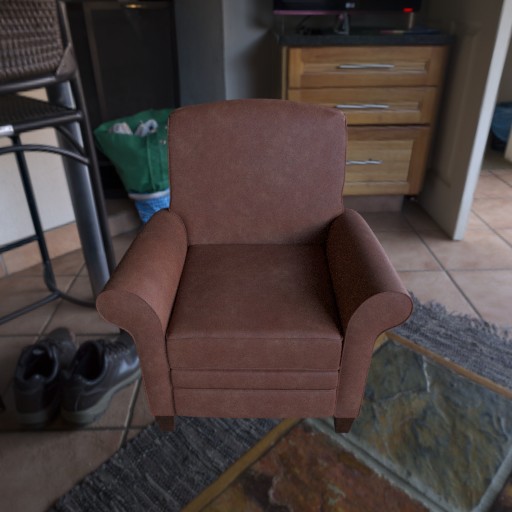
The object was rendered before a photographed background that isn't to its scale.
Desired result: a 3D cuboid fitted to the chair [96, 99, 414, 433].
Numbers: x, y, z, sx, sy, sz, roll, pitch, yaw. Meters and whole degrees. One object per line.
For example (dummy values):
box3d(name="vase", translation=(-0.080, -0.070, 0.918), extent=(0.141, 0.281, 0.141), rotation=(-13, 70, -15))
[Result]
box3d(name="chair", translation=(0.000, 0.000, 1.768), extent=(0.978, 1.061, 0.902), rotation=(0, 29, 1))
